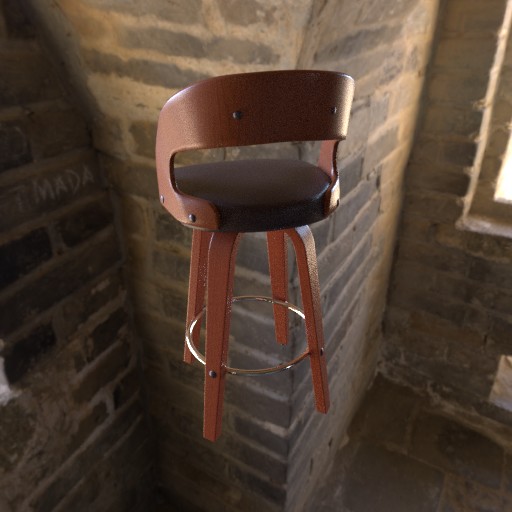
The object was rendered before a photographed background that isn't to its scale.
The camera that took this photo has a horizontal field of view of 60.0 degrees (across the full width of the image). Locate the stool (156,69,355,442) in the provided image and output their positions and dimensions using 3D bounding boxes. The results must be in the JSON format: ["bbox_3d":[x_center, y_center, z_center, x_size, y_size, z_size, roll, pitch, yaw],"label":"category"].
[{"bbox_3d":[0.000,0.000,1.181,0.457,0.940,0.457,-8,27,-16],"label":"stool"}]
